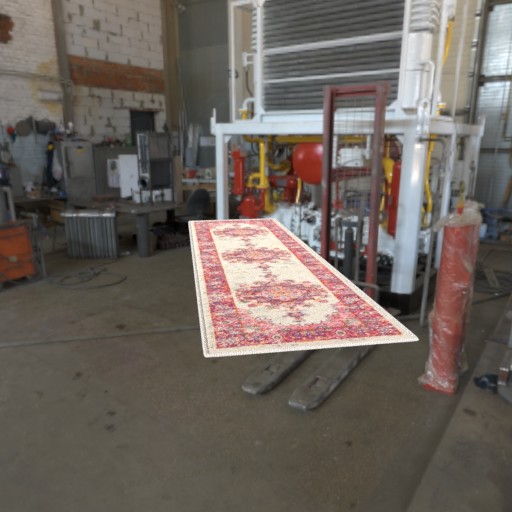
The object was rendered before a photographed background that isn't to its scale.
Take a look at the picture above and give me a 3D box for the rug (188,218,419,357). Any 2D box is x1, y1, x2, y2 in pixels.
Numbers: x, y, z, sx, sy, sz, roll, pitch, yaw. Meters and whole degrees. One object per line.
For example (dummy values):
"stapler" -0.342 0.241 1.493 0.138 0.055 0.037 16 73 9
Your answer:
"rug" 0.000 0.000 1.978 0.562 0.009 1.824 -2 15 -9
